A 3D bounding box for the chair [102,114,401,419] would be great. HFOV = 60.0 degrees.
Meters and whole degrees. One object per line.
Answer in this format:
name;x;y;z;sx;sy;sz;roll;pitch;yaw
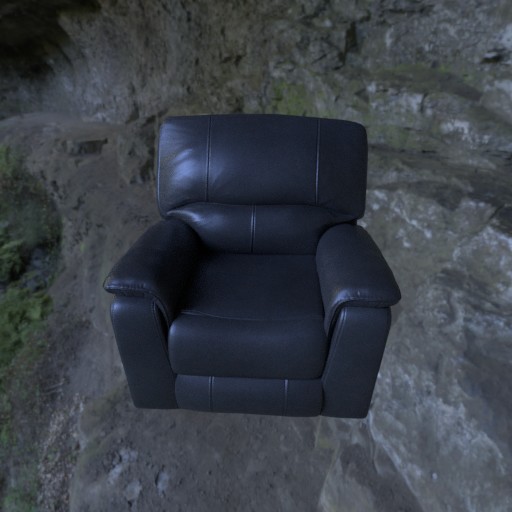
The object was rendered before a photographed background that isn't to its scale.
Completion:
chair;0.000;0.000;2.025;1.096;1.109;1.087;2;29;3
